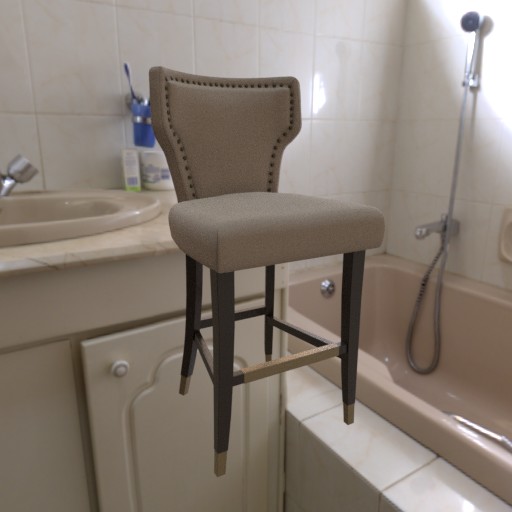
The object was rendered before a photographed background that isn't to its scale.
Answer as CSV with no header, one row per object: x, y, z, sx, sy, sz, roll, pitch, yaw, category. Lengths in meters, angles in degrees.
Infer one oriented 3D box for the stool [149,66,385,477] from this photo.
0.000,0.000,1.365,0.526,1.092,0.563,-8,17,-28,stool
